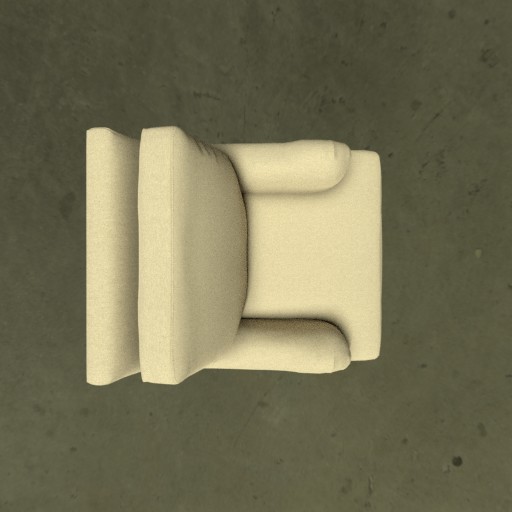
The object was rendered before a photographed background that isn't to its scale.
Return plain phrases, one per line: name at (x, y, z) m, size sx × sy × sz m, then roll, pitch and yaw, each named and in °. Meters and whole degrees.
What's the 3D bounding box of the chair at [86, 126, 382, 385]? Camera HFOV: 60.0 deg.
chair at (0.000, 0.000, 1.852) m, size 1.078 × 1.076 × 0.895 m, roll 0°, pitch 90°, yaw 1°
